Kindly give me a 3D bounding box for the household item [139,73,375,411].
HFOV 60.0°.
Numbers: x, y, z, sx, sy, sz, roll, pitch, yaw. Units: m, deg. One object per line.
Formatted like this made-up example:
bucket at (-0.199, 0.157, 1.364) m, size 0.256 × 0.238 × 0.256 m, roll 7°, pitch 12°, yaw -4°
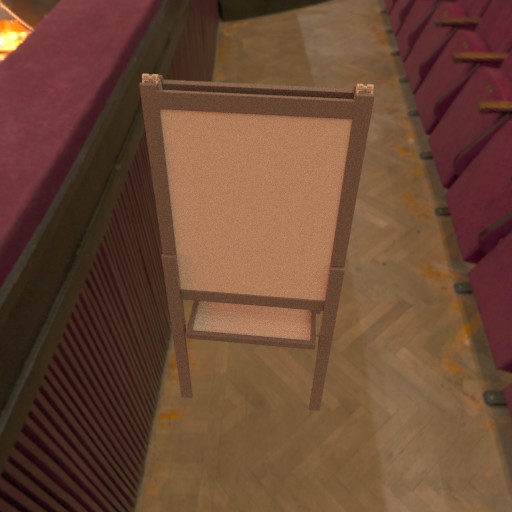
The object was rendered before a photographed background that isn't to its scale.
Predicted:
household item at (0.000, 0.000, 1.433) m, size 0.531 × 1.172 × 0.469 m, roll 4°, pitch 47°, yaw 4°
